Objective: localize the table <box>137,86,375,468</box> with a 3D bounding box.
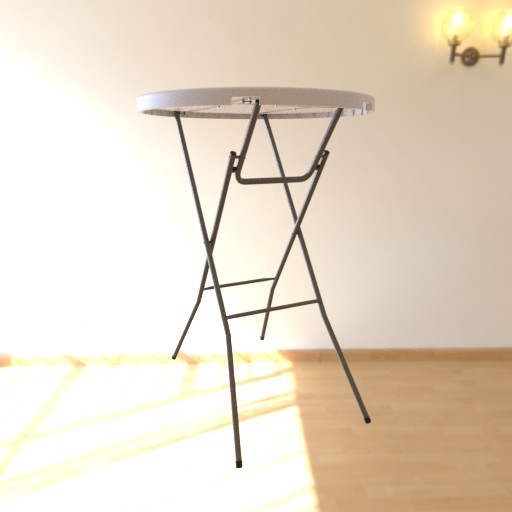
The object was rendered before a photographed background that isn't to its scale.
[{"bbox_3d":[0.000,0.000,1.659,0.792,1.105,0.795,-7,16,-26],"label":"table"}]
